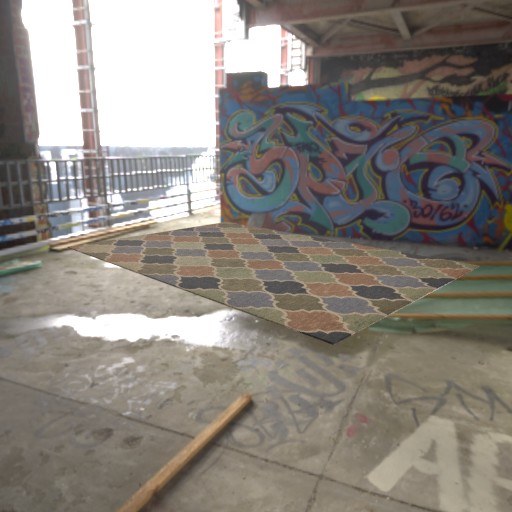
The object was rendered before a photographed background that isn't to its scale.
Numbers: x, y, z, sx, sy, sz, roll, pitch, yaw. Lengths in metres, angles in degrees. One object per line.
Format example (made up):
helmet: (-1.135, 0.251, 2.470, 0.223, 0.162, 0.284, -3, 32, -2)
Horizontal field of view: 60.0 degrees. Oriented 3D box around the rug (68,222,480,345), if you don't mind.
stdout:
rug: (0.000, 0.000, 2.337, 1.828, 0.006, 1.216, 13, 19, 43)
